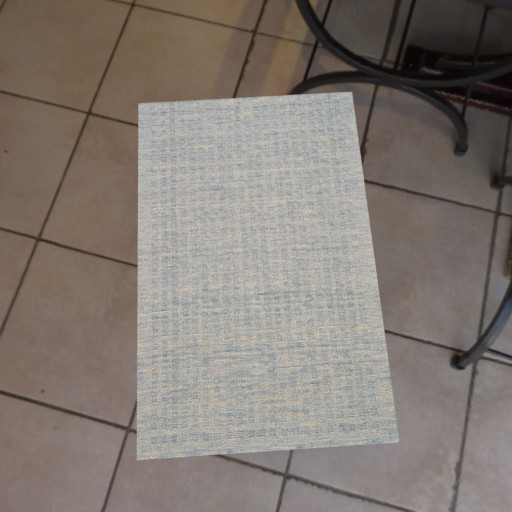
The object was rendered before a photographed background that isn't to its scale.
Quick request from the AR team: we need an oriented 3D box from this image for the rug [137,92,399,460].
[{"bbox_3d":[0.000,0.000,2.147,1.142,0.006,1.752,-3,75,-1],"label":"rug"}]
